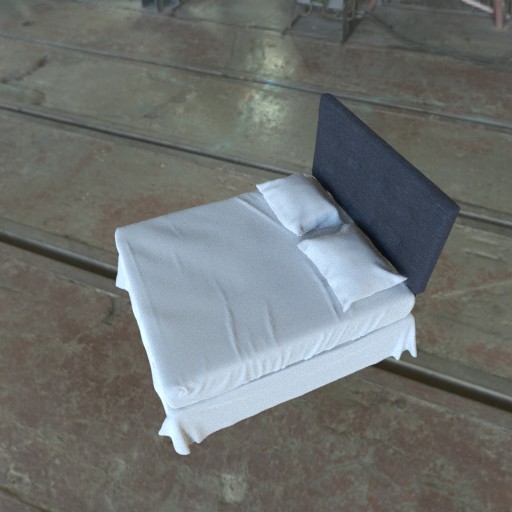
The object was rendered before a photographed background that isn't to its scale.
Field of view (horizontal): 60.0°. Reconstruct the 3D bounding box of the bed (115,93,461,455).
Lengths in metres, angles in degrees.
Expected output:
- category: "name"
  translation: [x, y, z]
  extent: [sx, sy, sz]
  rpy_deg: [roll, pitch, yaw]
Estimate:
- category: "bed"
  translation: [0.000, 0.000, 3.504]
  extent: [2.222, 1.577, 1.936]
  rpy_deg: [-18, 50, -16]
